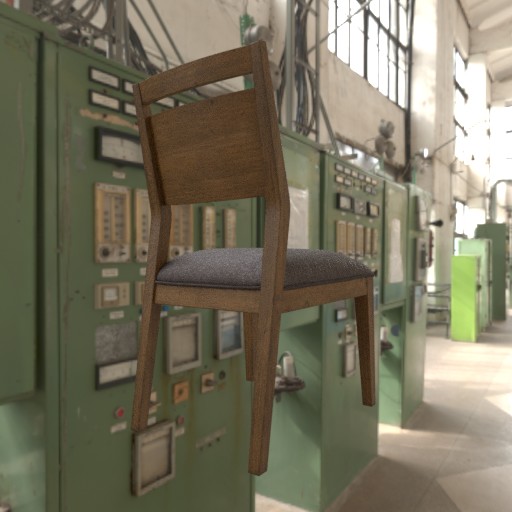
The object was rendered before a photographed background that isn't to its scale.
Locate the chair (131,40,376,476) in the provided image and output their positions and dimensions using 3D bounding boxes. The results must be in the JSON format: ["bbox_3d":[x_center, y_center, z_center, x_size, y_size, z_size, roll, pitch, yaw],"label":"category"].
[{"bbox_3d":[0.000,0.000,1.299,0.501,0.939,0.610,0,0,36],"label":"chair"}]
